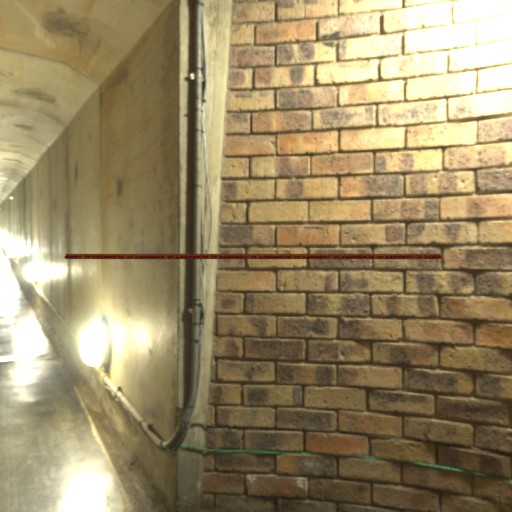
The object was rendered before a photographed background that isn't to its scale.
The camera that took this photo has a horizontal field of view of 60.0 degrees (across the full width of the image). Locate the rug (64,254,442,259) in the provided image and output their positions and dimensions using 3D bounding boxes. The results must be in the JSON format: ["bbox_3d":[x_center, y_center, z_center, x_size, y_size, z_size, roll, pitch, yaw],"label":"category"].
[{"bbox_3d":[0.000,0.000,2.334,1.230,0.018,1.835,0,0,0],"label":"rug"}]
